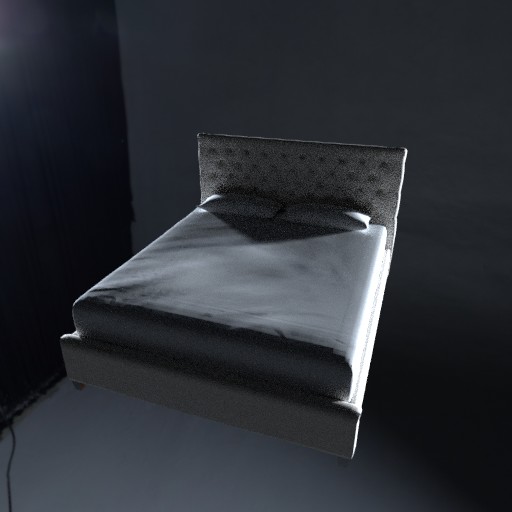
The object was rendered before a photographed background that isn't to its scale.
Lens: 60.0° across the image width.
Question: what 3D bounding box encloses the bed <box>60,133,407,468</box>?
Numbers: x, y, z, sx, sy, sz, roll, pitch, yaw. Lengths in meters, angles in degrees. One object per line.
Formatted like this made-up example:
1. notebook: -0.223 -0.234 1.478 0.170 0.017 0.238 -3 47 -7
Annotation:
1. bed: 0.000 0.000 3.621 2.078 1.427 2.387 9 28 17
